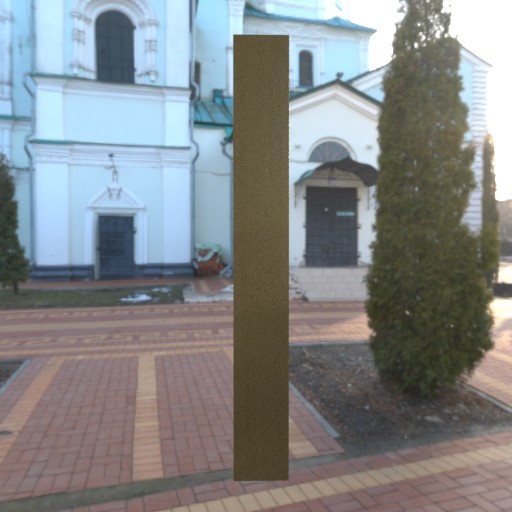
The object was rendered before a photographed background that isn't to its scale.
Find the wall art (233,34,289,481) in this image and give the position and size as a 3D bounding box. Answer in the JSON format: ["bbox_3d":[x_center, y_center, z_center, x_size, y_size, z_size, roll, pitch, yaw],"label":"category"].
[{"bbox_3d":[0.000,0.000,0.455,0.038,0.305,0.304,0,1,-1],"label":"wall art"}]
